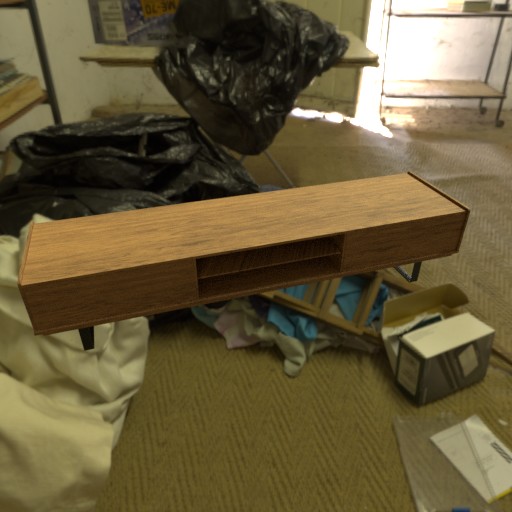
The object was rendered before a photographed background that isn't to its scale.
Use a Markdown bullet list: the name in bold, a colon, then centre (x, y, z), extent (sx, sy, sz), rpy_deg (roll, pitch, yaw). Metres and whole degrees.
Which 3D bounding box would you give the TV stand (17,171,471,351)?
- **TV stand**: centre (0.000, 0.000, 1.979), extent (1.796, 0.415, 0.467), rpy_deg (-10, 34, -15)
